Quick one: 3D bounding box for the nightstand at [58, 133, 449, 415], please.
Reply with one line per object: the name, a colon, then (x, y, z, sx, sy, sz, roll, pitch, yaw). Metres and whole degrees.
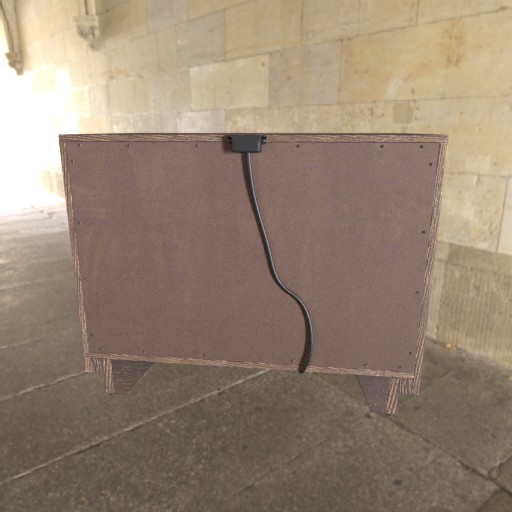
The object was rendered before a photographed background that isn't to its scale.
nightstand: (0.000, 0.000, 1.149, 0.775, 0.612, 0.457, 2, 16, 7)
